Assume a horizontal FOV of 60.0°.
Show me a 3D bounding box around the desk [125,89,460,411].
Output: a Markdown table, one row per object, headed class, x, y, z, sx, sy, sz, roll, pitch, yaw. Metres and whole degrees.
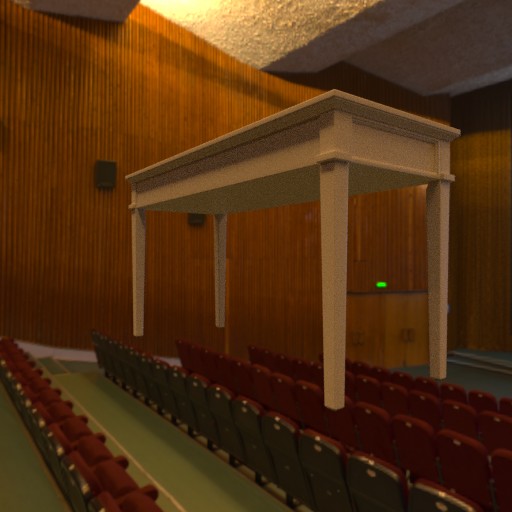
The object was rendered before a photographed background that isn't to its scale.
| class | x | y | z | sx | sy | sz | roll | pitch | yaw |
| --- | --- | --- | --- | --- | --- | --- | --- | --- | --- |
| desk | 0.000 | 0.000 | 1.754 | 0.559 | 0.774 | 1.372 | 0 | 0 | -37 |
